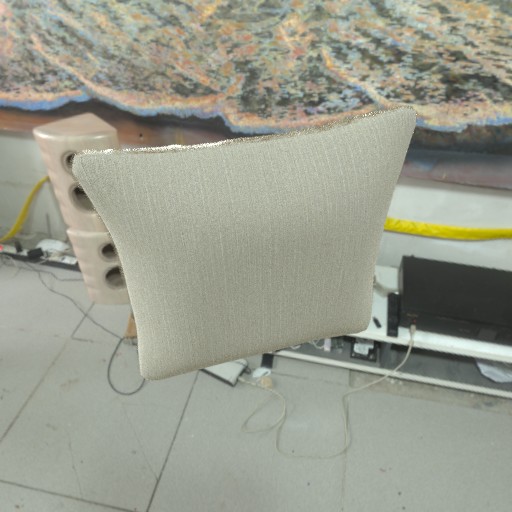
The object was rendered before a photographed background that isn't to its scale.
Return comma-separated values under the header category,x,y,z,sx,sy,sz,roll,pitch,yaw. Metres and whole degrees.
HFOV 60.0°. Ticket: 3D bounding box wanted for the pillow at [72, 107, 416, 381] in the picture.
category,x,y,z,sx,sy,sz,roll,pitch,yaw
pillow,0.000,0.000,0.822,0.538,0.525,0.216,-11,41,-13
